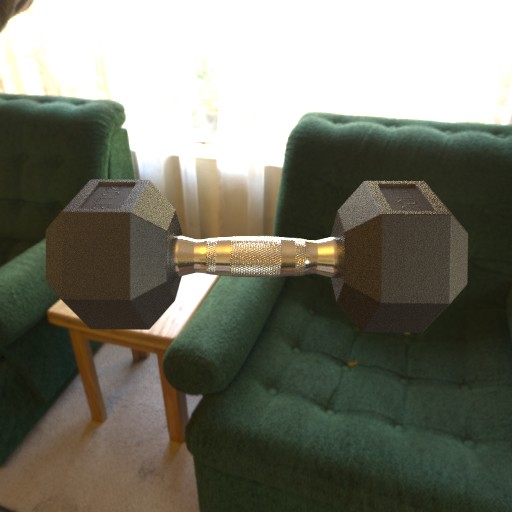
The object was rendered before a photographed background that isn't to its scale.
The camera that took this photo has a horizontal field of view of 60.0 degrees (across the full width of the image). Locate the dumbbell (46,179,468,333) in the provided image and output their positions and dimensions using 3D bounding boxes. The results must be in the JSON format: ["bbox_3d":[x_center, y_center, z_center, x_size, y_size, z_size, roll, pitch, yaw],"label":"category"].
[{"bbox_3d":[0.000,0.000,0.342,0.297,0.101,0.116,0,31,1],"label":"dumbbell"}]
